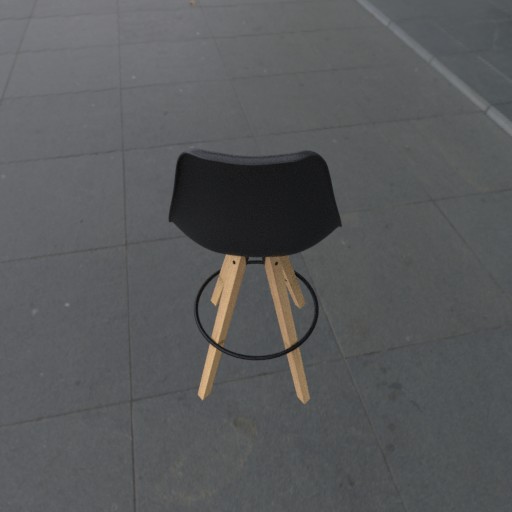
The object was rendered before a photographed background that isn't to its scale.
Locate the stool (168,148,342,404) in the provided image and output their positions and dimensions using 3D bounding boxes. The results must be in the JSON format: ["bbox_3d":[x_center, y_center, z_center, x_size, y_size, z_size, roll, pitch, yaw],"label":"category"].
[{"bbox_3d":[0.000,0.000,1.420,0.485,1.115,0.550,2,47,2],"label":"stool"}]
